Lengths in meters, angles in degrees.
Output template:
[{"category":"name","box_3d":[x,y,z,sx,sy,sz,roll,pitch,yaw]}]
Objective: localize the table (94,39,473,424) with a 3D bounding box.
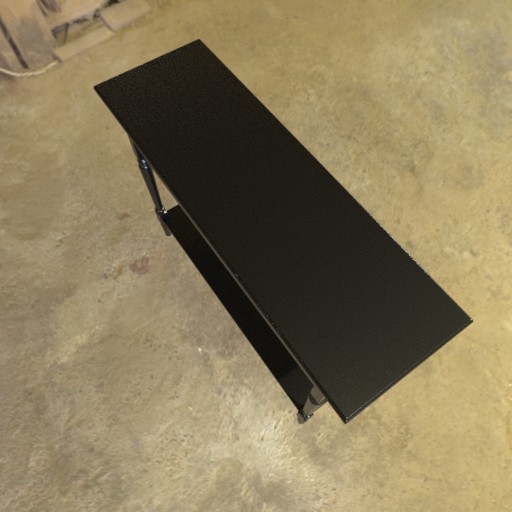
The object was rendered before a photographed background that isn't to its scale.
[{"category":"table","box_3d":[0.000,0.000,1.546,0.386,0.819,1.191,-32,67,-15]}]
